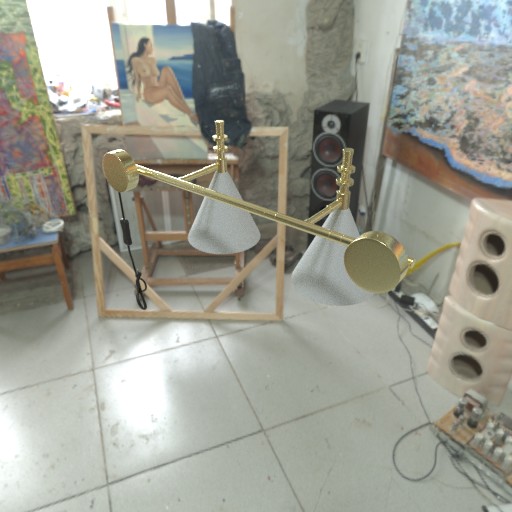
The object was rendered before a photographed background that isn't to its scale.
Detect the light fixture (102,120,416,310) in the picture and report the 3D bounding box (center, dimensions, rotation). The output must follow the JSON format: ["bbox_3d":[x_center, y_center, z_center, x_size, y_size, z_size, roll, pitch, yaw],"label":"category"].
[{"bbox_3d":[0.000,0.000,0.870,0.642,0.468,0.239,22,38,32],"label":"light fixture"}]
